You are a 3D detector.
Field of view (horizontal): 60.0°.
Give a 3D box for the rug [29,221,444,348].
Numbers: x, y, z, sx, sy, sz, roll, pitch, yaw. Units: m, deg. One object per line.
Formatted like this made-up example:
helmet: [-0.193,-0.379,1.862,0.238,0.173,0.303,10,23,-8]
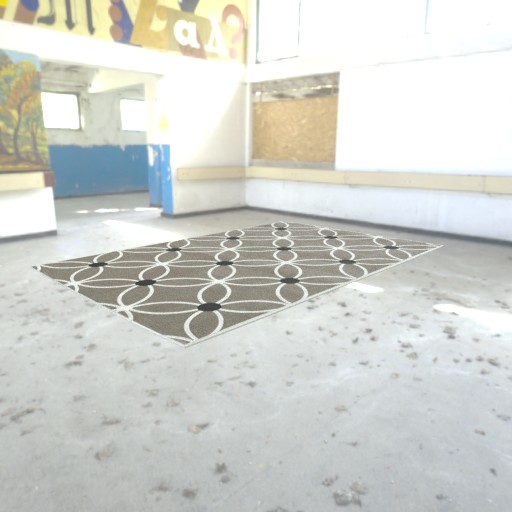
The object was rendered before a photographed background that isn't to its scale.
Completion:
rug: [0.000,0.000,2.866,1.522,0.008,2.284,13,19,43]
